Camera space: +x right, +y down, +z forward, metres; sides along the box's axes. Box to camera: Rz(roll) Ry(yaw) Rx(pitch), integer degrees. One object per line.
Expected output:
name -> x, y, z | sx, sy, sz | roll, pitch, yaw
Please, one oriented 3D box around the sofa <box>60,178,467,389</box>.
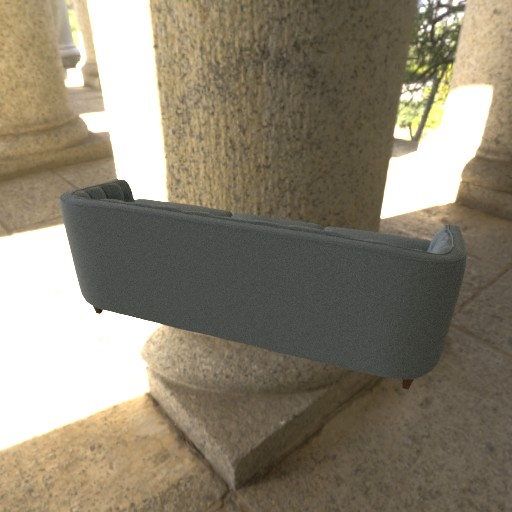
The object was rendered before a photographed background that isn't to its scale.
sofa -> 0.000, 0.000, 2.717 | 2.278, 0.855, 0.941 | 10, 32, 17
